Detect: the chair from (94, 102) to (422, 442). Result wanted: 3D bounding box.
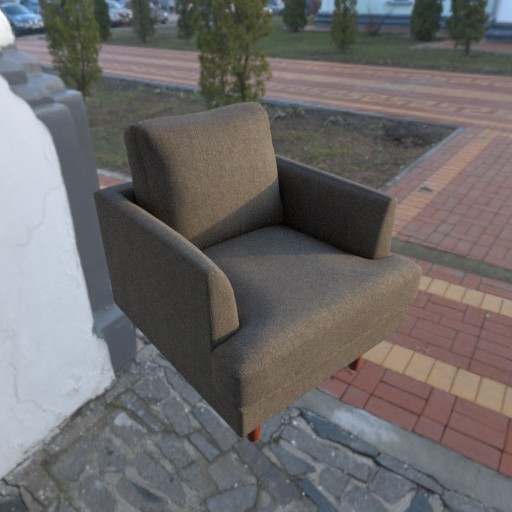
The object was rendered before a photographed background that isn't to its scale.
[{"bbox_3d":[0.000,0.000,1.642,0.858,0.957,0.899,-22,37,-33],"label":"chair"}]
